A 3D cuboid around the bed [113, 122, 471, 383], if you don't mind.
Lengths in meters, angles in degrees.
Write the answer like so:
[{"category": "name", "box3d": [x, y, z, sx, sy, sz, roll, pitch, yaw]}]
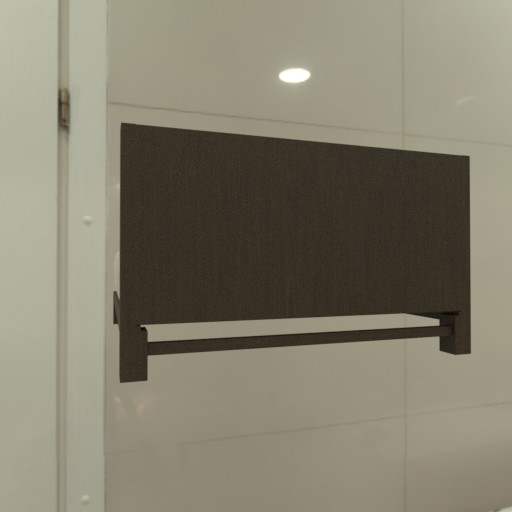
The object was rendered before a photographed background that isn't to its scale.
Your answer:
[{"category": "bed", "box3d": [0.000, 0.000, 3.542, 2.143, 1.261, 2.238, 0, -1, -19]}]
